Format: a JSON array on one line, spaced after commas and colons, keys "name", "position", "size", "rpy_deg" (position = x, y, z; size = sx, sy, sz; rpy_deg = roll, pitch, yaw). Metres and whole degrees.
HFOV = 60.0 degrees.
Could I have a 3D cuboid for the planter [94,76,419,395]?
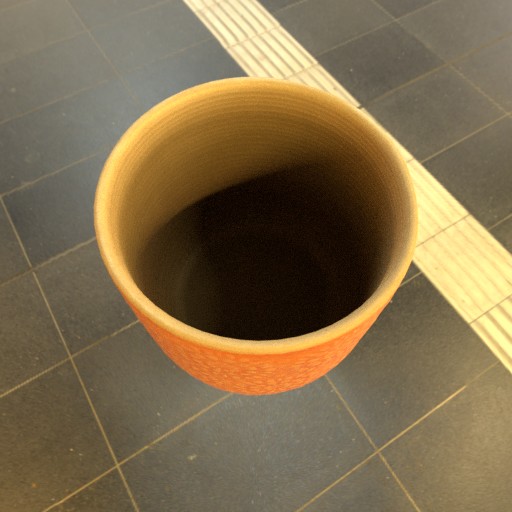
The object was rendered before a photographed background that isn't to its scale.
[{"name": "planter", "position": [0.000, 0.000, 0.287], "size": [0.170, 0.152, 0.170], "rpy_deg": [0, 63, 0]}]
